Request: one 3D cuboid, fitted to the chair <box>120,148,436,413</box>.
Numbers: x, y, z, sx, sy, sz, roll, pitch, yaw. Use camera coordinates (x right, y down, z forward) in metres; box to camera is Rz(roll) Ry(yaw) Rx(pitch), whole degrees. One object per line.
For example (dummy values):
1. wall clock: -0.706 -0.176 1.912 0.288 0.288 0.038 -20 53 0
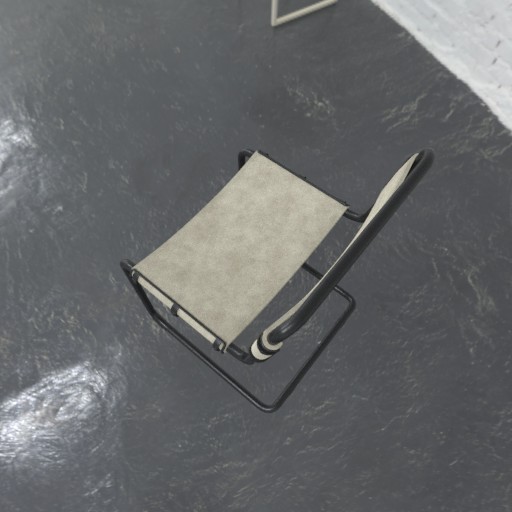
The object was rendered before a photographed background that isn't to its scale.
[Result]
1. chair: 0.000 0.000 1.107 0.497 0.747 0.499 36 68 17
